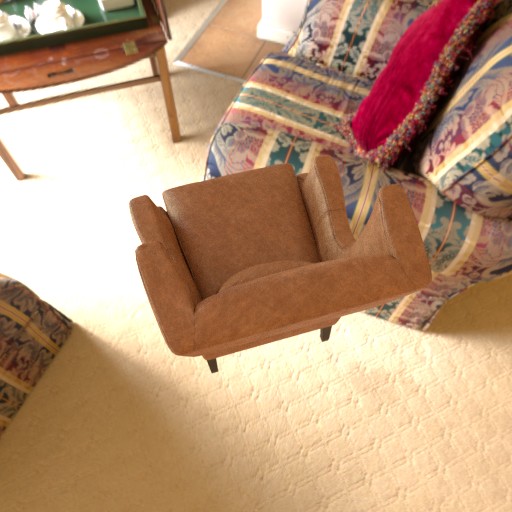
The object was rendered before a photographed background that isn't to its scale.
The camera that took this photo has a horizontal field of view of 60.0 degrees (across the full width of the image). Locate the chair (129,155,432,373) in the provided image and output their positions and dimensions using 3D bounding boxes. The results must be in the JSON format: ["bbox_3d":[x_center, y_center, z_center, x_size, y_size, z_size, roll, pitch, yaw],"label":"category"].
[{"bbox_3d":[0.000,0.000,1.700,0.853,1.016,0.926,-14,61,-8],"label":"chair"}]
